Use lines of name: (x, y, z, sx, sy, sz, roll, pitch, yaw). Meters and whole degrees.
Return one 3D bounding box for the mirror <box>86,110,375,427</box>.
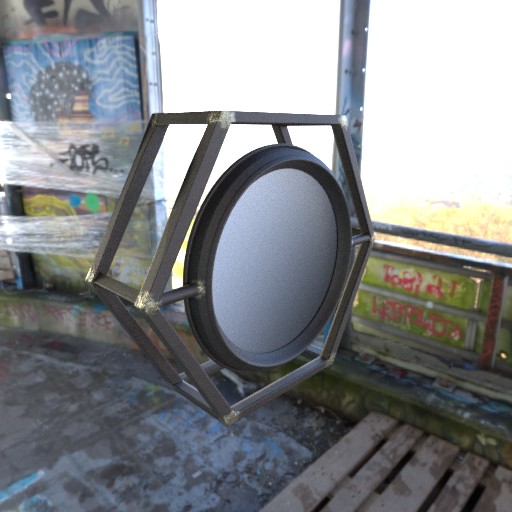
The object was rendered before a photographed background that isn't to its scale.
mirror: (0.000, 0.000, 0.547, 0.380, 0.334, 0.119, -15, 22, -43)
